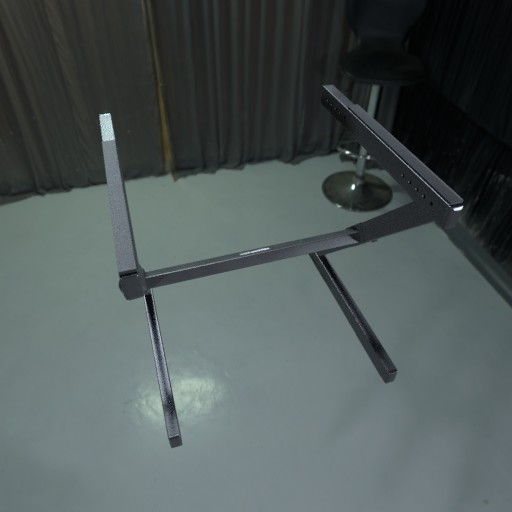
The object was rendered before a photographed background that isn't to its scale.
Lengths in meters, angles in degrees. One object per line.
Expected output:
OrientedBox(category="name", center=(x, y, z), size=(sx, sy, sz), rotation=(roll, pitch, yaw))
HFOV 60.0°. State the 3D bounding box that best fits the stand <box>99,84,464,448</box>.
OrientedBox(category="stand", center=(0.000, 0.000, 1.156), size=(0.700, 0.617, 0.586), rotation=(-12, 45, -13))
